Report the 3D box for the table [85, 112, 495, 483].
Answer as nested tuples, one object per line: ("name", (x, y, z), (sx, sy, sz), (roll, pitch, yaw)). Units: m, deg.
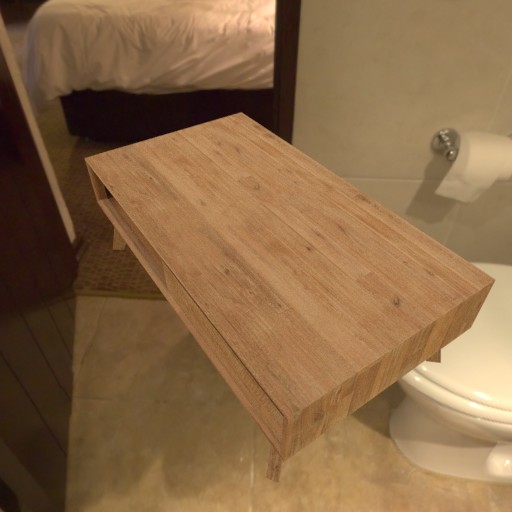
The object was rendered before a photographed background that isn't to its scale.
("table", (0.000, 0.000, 2.019), (0.918, 0.531, 1.619), (-25, 48, -25))
